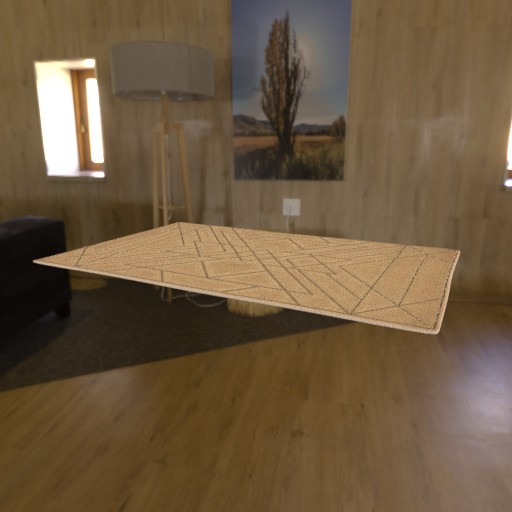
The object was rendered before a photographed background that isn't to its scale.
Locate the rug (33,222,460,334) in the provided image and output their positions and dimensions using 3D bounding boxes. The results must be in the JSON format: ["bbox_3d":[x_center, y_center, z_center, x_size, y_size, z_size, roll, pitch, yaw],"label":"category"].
[{"bbox_3d":[0.000,0.000,3.013,2.459,0.023,1.575,7,16,26],"label":"rug"}]
